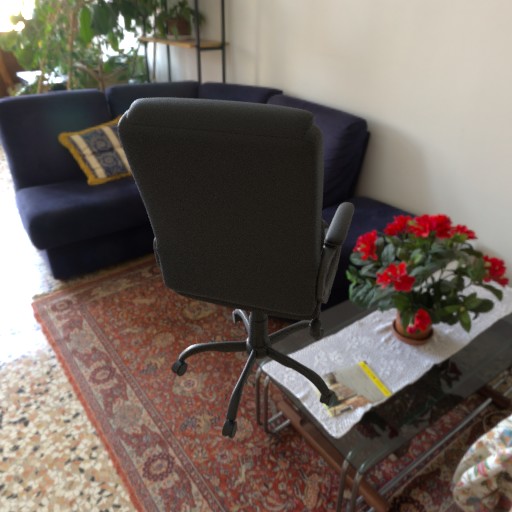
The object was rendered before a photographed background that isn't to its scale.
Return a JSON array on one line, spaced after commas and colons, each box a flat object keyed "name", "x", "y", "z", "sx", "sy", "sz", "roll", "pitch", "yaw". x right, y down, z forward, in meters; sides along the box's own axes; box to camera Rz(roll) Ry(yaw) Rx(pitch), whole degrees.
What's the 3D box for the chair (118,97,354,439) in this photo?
[{"name": "chair", "x": 0.000, "y": 0.000, "z": 1.439, "sx": 0.615, "sy": 1.072, "sz": 0.655, "roll": 9, "pitch": 32, "yaw": 15}]
